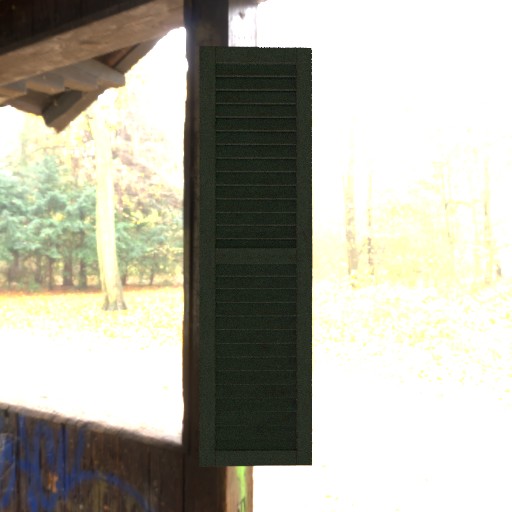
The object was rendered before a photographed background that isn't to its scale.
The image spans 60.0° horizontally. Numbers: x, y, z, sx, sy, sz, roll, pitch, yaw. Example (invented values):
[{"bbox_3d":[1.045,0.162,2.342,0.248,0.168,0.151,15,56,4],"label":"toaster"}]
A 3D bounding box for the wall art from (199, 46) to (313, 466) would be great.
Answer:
[{"bbox_3d":[0.000,0.000,1.299,0.329,1.219,0.025,0,0,-1],"label":"wall art"}]
